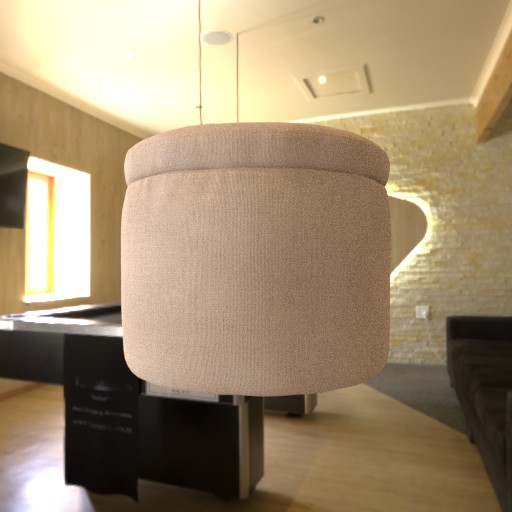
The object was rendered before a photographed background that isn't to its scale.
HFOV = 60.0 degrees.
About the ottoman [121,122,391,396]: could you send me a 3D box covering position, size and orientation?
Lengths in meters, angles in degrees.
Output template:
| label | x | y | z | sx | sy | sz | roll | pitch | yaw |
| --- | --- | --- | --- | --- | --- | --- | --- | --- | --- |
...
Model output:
| label | x | y | z | sx | sy | sz | roll | pitch | yaw |
| --- | --- | --- | --- | --- | --- | --- | --- | --- | --- |
| ottoman | 0.000 | 0.000 | 0.854 | 0.497 | 0.409 | 0.497 | 0 | -1 | 0 |
